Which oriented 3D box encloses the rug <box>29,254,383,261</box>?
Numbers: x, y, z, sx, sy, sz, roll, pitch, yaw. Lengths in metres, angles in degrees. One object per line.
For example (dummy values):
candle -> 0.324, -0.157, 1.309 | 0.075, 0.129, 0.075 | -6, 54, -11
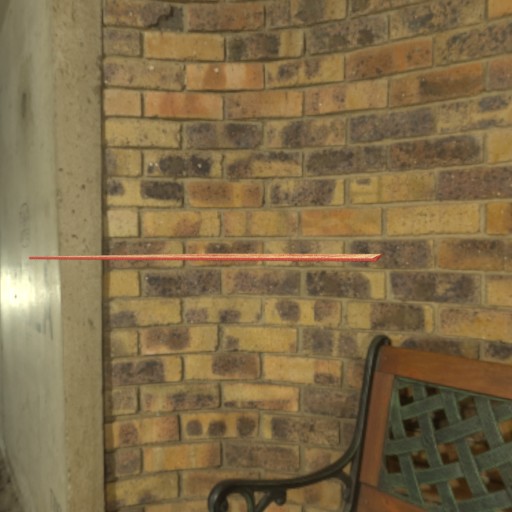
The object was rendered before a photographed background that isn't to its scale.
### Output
rug -> 0.000, 0.000, 2.933 | 1.593, 0.013, 2.211 | 0, 1, 16
